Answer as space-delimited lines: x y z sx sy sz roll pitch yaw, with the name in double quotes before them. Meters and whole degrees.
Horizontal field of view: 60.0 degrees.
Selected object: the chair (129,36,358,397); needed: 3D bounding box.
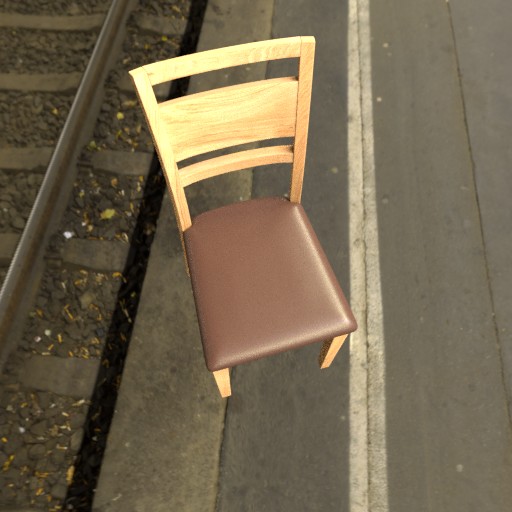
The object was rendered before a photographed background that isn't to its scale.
"chair" 0.000 0.000 1.230 0.420 0.940 0.545 -14 63 -7
